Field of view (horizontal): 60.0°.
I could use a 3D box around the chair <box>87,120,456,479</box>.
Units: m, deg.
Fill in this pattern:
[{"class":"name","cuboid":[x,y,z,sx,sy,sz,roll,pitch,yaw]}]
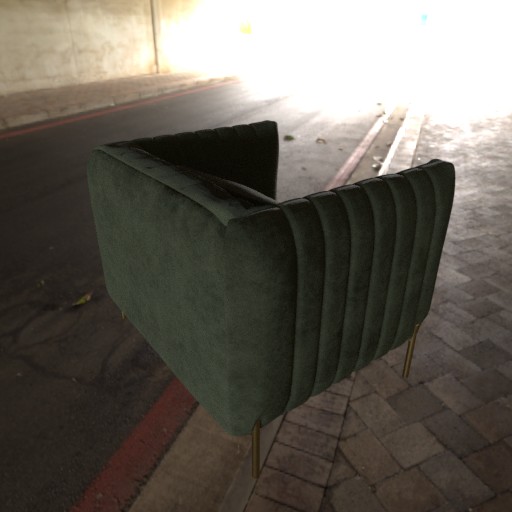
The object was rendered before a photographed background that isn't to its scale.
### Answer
[{"class":"chair","cuboid":[0.000,0.000,1.634,0.877,0.794,1.032,-19,32,-32]}]
